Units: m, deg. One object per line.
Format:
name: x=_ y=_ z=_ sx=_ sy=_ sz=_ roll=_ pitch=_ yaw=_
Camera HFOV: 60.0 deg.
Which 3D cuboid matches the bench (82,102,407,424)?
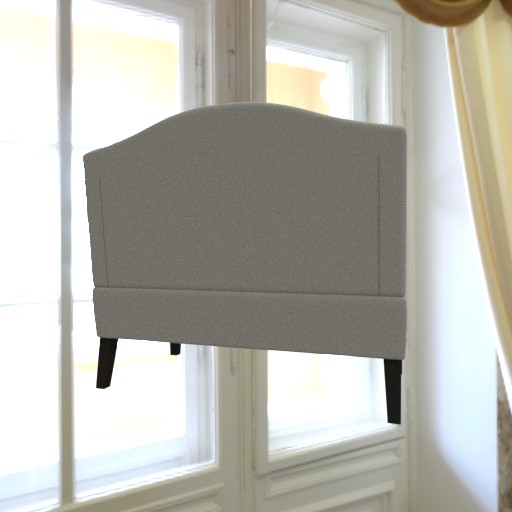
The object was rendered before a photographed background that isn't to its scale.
bench: x=0.000 y=0.000 z=2.068 sx=1.335 sy=1.180 sz=0.815 roll=0 pitch=1 yaw=19
